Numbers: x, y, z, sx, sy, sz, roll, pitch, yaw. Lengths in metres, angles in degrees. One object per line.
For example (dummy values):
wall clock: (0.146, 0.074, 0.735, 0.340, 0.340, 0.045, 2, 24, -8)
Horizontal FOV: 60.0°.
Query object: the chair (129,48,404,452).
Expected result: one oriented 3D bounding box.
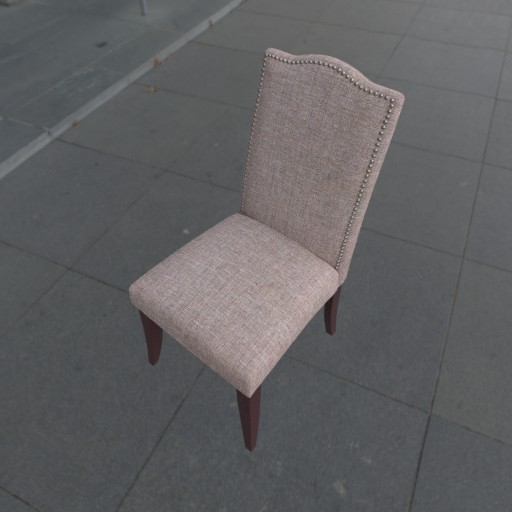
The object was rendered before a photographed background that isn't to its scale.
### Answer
chair: (0.000, 0.000, 1.372, 0.513, 1.016, 0.660, 32, 55, 26)
